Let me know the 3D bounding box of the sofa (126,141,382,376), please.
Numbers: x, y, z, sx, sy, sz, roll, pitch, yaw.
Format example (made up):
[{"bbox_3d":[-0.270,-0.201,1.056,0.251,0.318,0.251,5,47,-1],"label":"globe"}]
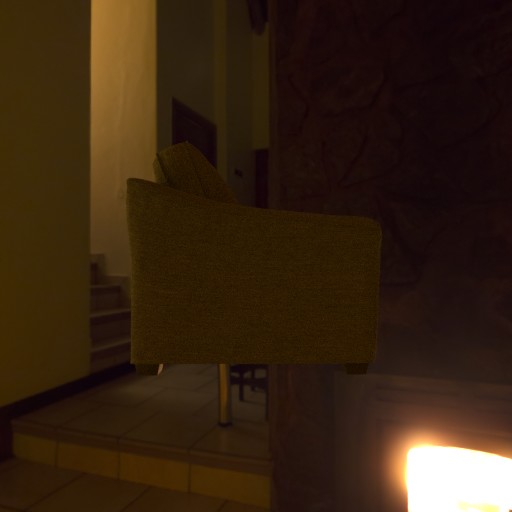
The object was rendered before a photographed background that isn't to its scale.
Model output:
[{"bbox_3d":[0.000,0.000,2.735,0.971,0.950,2.270,0,0,0],"label":"sofa"}]
